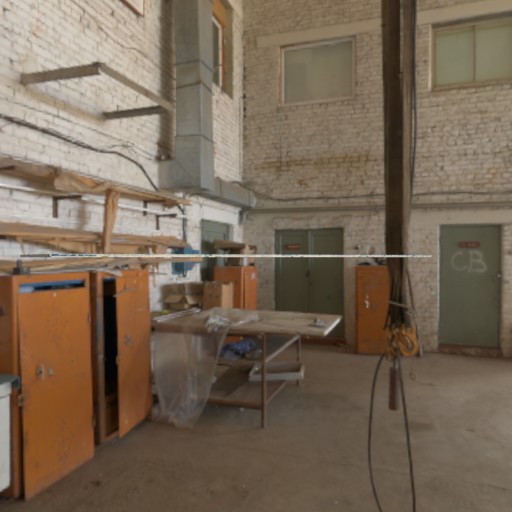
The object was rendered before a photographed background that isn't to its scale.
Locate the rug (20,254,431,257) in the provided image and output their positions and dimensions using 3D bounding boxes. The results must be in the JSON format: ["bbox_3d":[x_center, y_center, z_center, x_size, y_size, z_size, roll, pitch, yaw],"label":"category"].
[{"bbox_3d":[0.000,0.000,2.670,2.434,0.013,0.770,0,0,-35],"label":"rug"}]
